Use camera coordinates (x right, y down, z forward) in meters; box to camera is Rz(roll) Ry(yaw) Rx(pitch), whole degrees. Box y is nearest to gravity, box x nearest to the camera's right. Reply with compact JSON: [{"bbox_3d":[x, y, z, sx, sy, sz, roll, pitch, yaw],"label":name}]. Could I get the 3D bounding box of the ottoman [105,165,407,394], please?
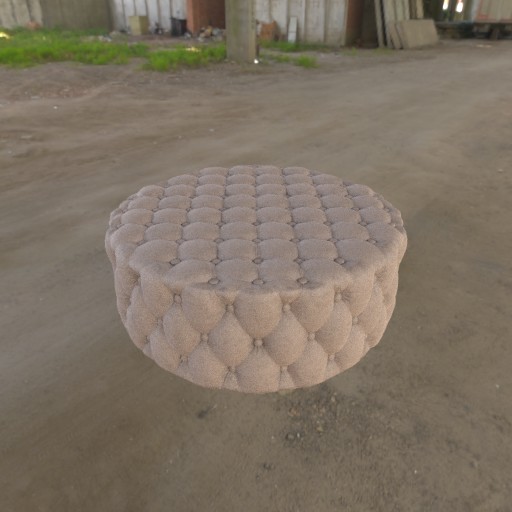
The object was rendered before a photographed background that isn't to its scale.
[{"bbox_3d":[0.000,0.000,1.586,0.998,0.399,0.998,0,30,0],"label":"ottoman"}]
